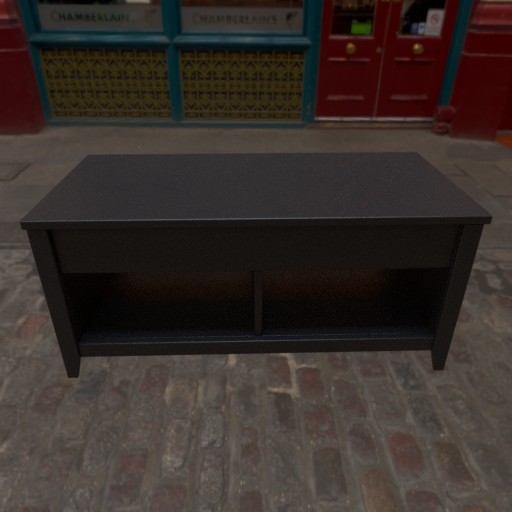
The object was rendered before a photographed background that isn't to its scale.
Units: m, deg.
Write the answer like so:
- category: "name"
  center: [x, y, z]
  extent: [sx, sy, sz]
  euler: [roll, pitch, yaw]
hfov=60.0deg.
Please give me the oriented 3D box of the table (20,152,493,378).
- category: "table"
  center: [0.000, 0.000, 1.271]
  extent: [1.016, 0.457, 0.483]
  euler: [-1, 30, -1]
